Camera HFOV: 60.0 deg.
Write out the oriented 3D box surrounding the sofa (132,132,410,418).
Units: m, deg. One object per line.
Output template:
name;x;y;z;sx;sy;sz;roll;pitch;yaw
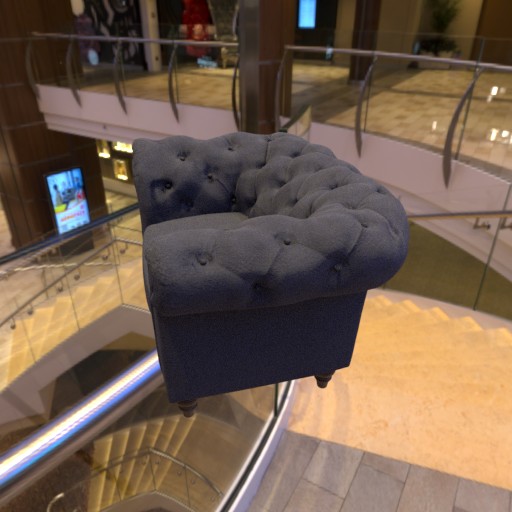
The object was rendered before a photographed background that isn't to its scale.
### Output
sofa;0.000;0.000;2.060;1.032;0.878;1.405;-8;30;-14
